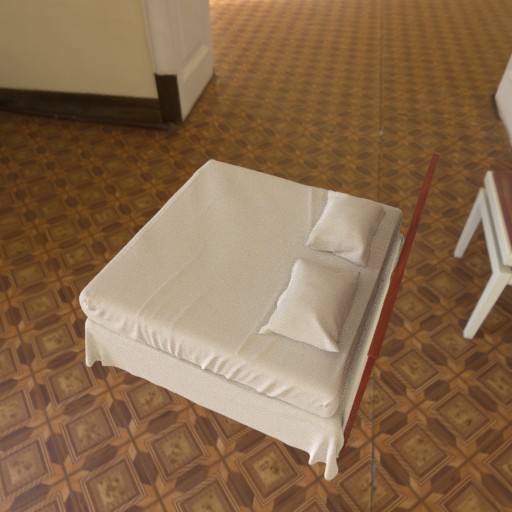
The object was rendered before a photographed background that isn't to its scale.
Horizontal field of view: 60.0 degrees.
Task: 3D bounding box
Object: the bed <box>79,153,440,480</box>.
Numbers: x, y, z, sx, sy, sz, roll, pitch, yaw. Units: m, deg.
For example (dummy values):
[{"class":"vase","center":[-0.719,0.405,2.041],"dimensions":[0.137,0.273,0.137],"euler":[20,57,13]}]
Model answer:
[{"class":"bed","center":[0.000,0.000,3.548],"dimensions":[2.219,1.271,2.314],"euler":[18,48,17]}]
